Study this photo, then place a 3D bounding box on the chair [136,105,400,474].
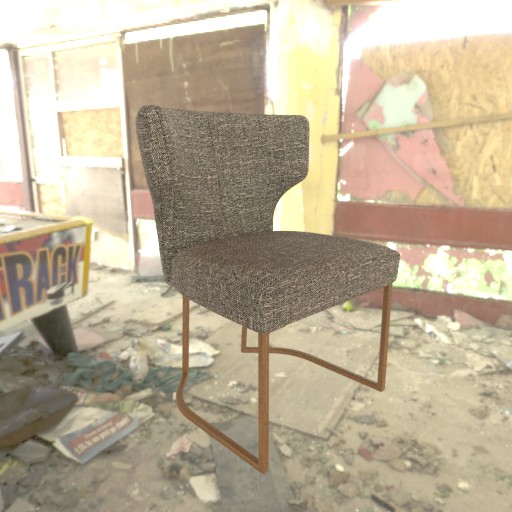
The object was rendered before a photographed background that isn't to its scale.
[{"bbox_3d":[0.000,0.000,1.276,0.611,0.824,0.617,-13,19,-42],"label":"chair"}]
